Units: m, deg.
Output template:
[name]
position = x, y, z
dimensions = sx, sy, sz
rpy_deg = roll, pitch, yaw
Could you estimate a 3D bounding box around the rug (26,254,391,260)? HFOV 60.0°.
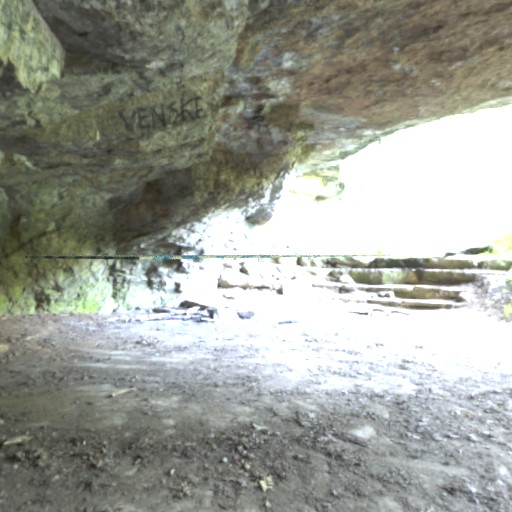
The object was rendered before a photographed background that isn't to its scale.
[rug]
position = 0.000, 0.000, 1.691
dimensions = 0.503, 0.007, 1.492
rpy_deg = 0, 0, 37
